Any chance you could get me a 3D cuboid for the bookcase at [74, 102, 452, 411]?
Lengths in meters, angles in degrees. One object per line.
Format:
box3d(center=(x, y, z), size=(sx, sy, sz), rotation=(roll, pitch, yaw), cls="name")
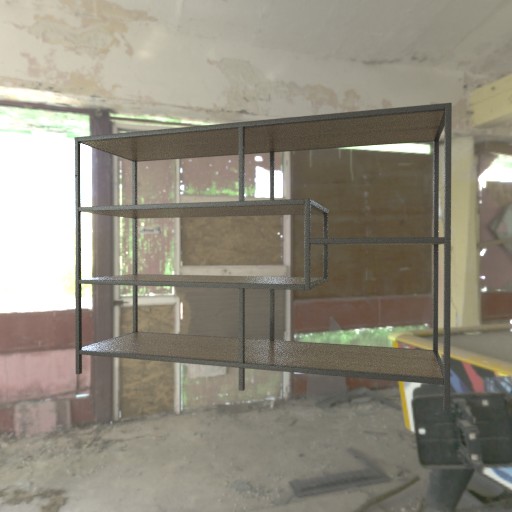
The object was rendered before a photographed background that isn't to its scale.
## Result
box3d(center=(0.000, 0.000, 1.455), size=(1.140, 0.780, 0.350), rotation=(0, 1, 17), cls="bookcase")
